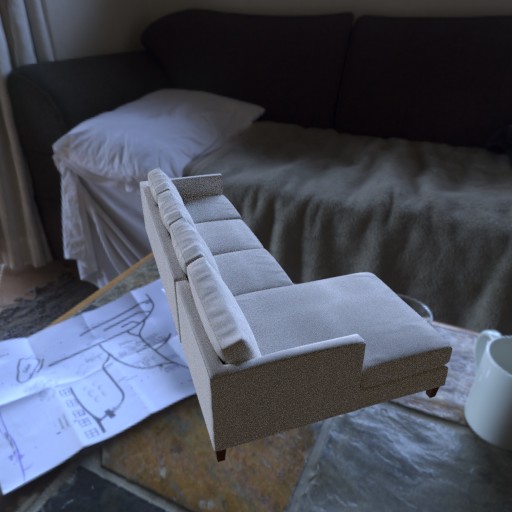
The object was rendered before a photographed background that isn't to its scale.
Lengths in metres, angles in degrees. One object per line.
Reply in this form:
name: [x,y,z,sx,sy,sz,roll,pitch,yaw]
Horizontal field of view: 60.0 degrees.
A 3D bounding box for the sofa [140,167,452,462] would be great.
sofa: [0.000,0.000,3.919,1.625,0.861,3.186,-10,30,-17]
